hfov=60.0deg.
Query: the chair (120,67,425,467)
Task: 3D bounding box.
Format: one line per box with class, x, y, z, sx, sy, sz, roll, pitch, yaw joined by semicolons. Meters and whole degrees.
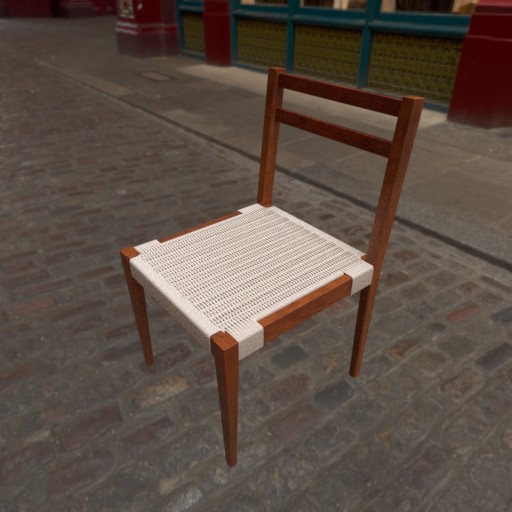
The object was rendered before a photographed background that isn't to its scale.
chair;0.000;0.000;1.217;0.569;0.851;0.495;-24;39;-32
